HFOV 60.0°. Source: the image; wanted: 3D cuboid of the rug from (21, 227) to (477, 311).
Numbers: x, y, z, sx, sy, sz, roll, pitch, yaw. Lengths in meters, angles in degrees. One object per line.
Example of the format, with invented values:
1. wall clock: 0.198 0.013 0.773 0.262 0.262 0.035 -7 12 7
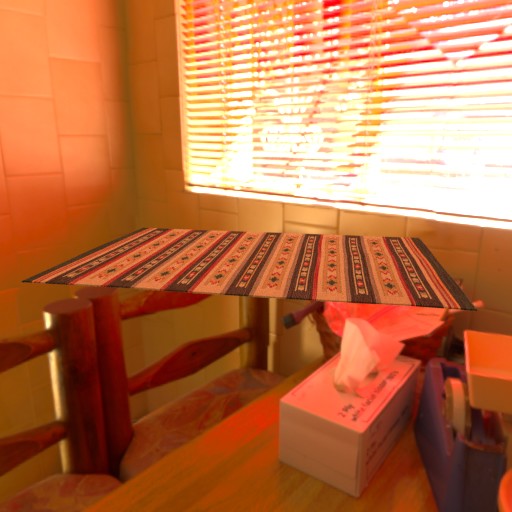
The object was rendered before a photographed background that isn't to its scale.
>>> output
1. rug: 0.000 0.000 2.308 1.825 0.009 1.221 3 15 10
